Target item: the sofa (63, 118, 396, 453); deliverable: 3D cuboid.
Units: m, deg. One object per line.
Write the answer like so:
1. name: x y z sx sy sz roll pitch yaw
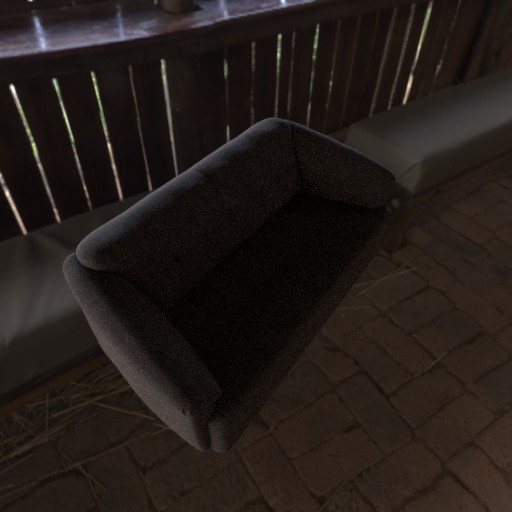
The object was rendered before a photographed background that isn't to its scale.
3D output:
1. sofa: 0.000 0.000 2.317 0.887 0.790 1.849 26 49 25
